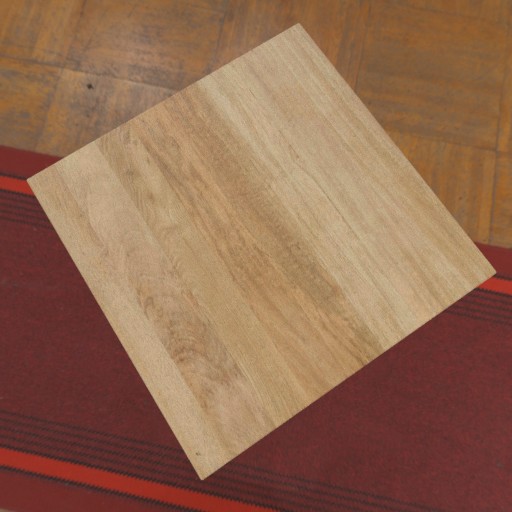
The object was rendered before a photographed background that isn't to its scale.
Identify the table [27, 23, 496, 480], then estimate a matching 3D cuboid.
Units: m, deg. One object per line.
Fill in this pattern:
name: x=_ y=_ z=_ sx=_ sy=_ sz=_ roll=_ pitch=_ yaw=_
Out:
table: x=0.000 y=0.000 z=1.023 sx=0.599 sy=0.500 sz=0.599 roll=-33 pitch=79 yaw=-7
